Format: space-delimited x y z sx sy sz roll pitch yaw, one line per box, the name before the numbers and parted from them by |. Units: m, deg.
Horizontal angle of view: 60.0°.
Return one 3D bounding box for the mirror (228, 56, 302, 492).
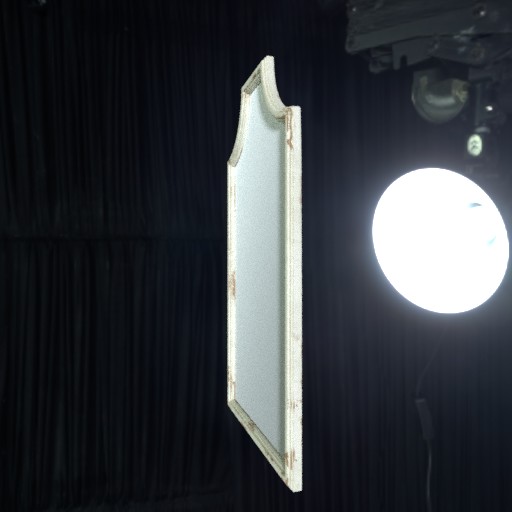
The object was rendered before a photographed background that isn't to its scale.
mirror | 0.000 0.000 0.865 0.022 0.717 0.403 0 0 -17
